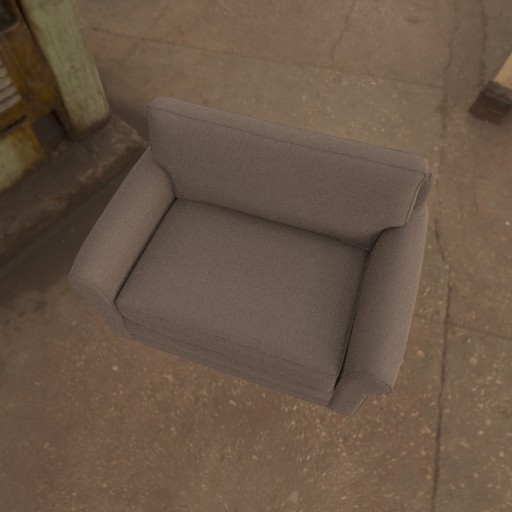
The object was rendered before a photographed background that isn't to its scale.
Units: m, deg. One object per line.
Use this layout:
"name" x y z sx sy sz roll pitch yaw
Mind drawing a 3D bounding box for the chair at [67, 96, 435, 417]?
"chair" 0.000 0.000 2.014 1.390 0.930 0.930 16 59 10
